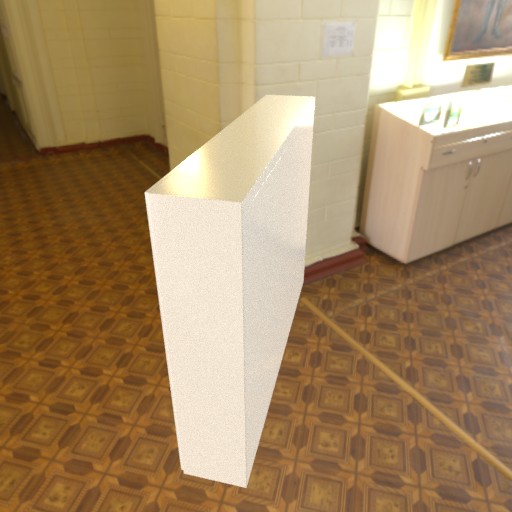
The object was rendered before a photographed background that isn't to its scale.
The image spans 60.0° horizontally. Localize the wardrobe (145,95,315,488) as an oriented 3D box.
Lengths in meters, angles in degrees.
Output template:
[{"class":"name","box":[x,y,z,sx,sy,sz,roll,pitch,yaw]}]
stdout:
[{"class":"wardrobe","box":[0.000,0.000,4.143,0.580,2.360,3.000,7,30,12]}]
